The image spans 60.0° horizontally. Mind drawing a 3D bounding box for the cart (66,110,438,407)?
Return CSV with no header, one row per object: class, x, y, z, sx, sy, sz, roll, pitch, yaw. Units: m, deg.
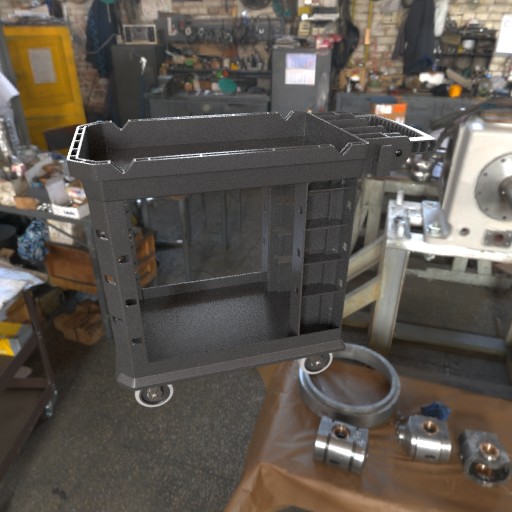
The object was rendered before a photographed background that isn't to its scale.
cart,0.000,0.000,1.570,1.061,0.884,0.497,-8,30,-14
